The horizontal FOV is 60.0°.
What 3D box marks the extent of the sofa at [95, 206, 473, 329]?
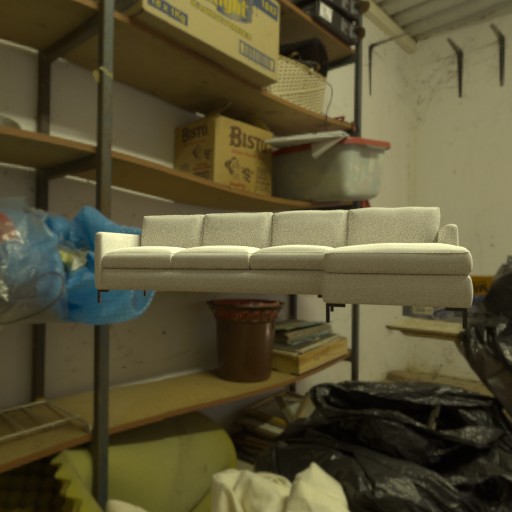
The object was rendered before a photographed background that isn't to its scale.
[{"bbox_3d":[0.000,0.000,2.905,2.445,0.677,1.126,0,0,19],"label":"sofa"}]
